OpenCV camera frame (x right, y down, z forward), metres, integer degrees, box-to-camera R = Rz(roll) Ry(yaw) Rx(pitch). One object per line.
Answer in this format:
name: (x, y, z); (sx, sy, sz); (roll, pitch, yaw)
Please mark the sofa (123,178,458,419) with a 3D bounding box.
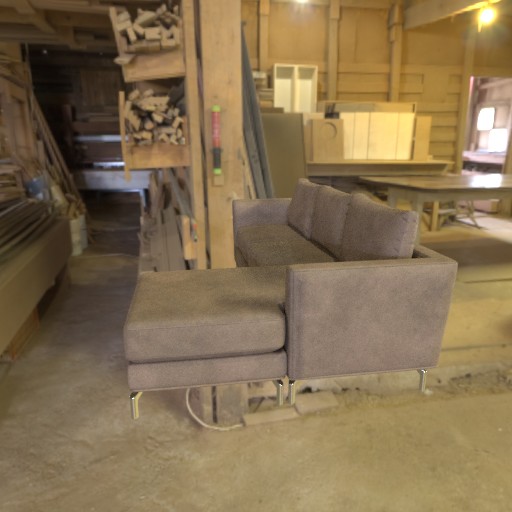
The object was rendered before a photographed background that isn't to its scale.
sofa: (0.000, 0.000, 3.260); (1.622, 0.987, 2.438); (-2, 15, -9)
